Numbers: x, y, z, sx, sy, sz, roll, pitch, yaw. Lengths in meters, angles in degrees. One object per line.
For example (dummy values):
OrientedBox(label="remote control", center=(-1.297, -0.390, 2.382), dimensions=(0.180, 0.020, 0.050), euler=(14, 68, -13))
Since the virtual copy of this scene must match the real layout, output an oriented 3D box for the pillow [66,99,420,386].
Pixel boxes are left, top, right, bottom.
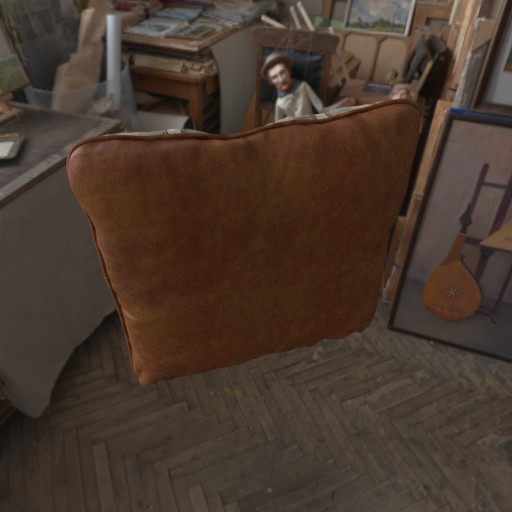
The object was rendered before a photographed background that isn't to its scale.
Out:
OrientedBox(label="pillow", center=(0.000, 0.000, 0.736), dimensions=(0.489, 0.490, 0.130), euler=(-11, 42, -13))
